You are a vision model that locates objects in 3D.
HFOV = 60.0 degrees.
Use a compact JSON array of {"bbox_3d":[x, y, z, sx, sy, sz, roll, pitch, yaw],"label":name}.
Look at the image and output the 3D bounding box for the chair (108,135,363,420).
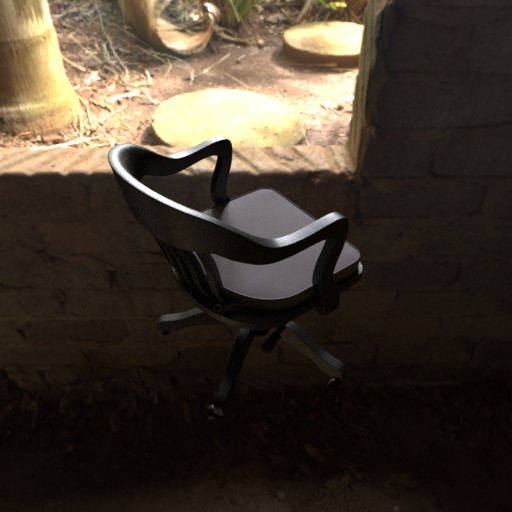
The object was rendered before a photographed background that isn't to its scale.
[{"bbox_3d":[0.000,0.000,1.481,0.788,0.878,0.750,-24,46,-26],"label":"chair"}]
